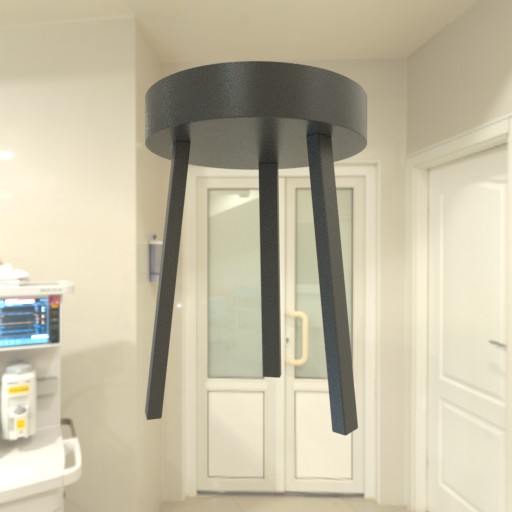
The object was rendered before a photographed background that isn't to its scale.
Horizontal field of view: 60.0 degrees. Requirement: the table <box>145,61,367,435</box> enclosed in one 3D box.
[{"bbox_3d":[0.000,0.000,0.837,0.406,0.559,0.406,0,0,0],"label":"table"}]
